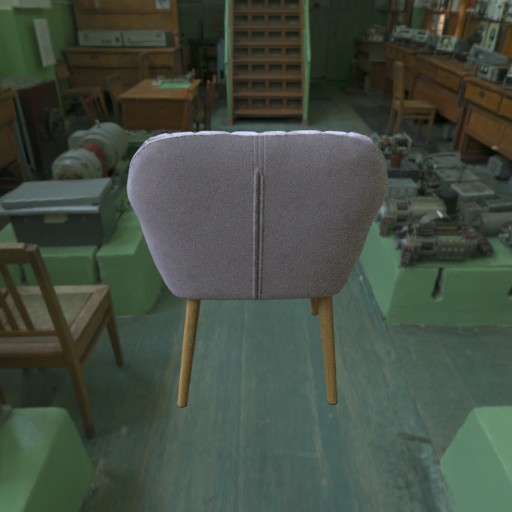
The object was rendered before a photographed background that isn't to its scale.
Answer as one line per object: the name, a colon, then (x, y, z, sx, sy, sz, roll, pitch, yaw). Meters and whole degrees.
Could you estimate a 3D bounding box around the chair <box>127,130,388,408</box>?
chair: (0.000, 0.000, 1.245, 0.610, 0.832, 0.570, -1, 30, -1)
